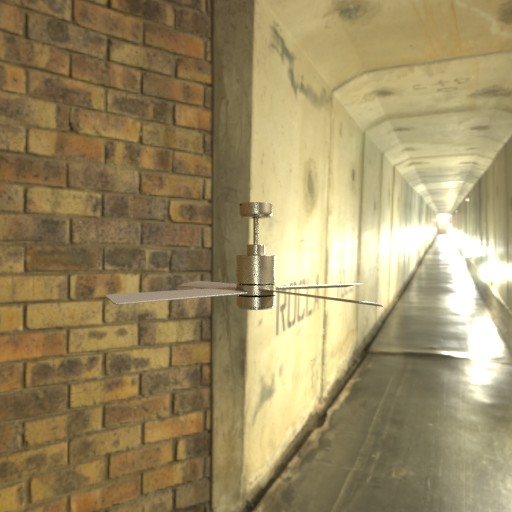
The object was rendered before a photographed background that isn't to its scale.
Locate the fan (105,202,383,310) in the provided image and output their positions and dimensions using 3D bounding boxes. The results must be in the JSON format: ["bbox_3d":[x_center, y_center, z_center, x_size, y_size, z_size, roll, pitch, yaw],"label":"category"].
[{"bbox_3d":[0.000,0.000,2.306,1.525,0.539,1.525,0,0,-35],"label":"fan"}]
